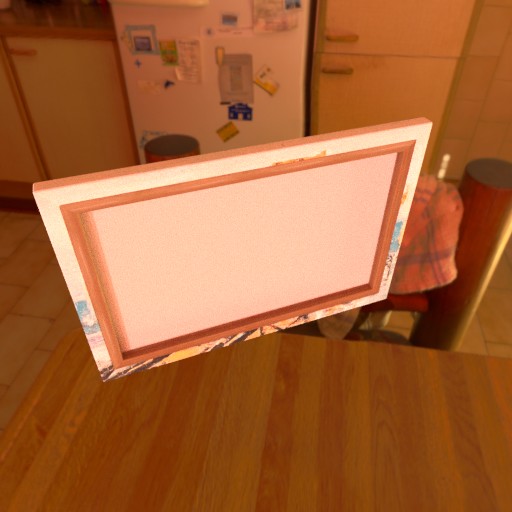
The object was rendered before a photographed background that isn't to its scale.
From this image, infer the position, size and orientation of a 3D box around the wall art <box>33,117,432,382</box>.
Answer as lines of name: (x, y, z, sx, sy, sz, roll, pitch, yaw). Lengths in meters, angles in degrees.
wall art: (0.000, 0.000, 1.165, 0.913, 0.609, 0.038, -14, 42, -16)
